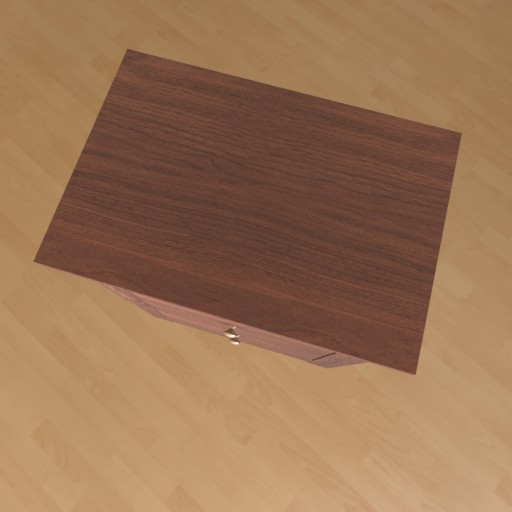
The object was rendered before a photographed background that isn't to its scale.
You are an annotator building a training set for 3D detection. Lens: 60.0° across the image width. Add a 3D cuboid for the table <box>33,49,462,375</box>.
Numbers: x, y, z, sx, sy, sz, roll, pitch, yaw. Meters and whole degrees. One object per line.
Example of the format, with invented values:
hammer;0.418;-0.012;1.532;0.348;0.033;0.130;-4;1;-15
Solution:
table;0.000;0.000;1.044;0.589;0.711;0.406;16;75;4
